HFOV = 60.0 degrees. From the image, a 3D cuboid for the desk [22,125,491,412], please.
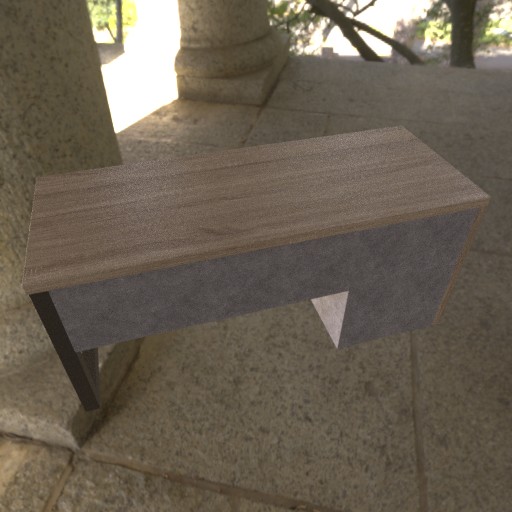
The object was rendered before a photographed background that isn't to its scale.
[{"bbox_3d":[0.000,0.000,2.036,1.700,0.760,0.690,-11,42,-12],"label":"desk"}]
